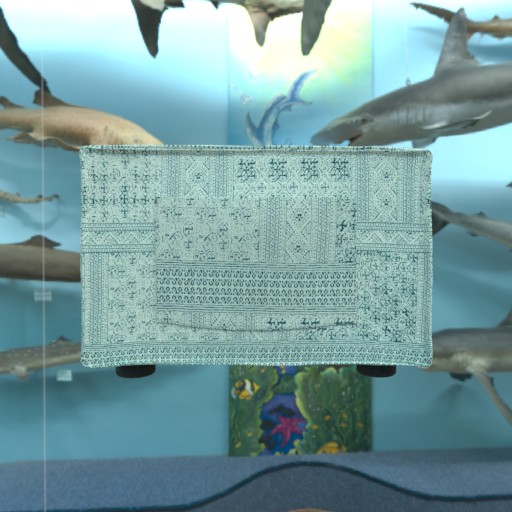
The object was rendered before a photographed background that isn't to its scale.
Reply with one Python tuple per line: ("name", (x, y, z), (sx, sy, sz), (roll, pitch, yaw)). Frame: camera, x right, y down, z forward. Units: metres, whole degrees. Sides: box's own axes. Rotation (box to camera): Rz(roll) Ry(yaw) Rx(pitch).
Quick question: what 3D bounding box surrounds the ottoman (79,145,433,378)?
("ottoman", (0.000, 0.000, 1.052), (0.617, 0.439, 0.626), (0, 1, -1))
